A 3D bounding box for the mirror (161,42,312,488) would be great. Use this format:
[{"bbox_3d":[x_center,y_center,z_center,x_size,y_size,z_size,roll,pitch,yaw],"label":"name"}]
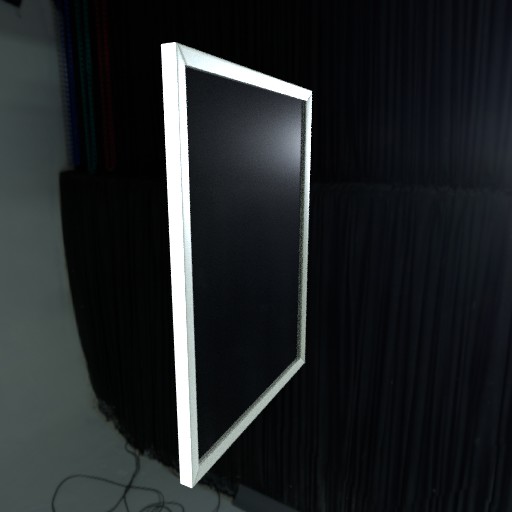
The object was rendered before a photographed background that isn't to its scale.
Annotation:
[{"bbox_3d":[0.000,0.000,1.319,0.040,1.016,0.762,7,14,27],"label":"mirror"}]
